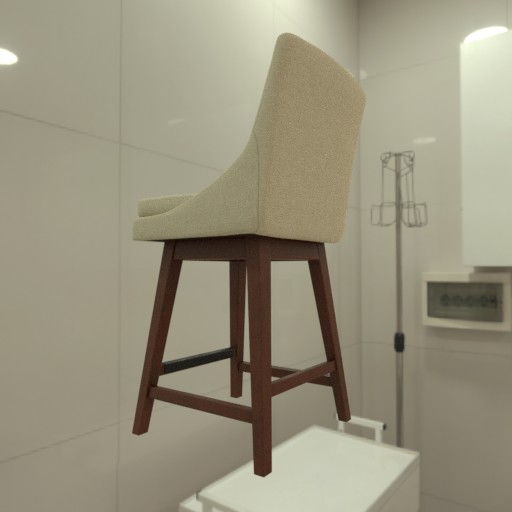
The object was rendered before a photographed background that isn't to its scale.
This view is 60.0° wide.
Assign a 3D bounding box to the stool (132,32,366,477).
[{"bbox_3d":[0.000,0.000,1.288,0.559,0.991,0.469,-1,-2,36],"label":"stool"}]
